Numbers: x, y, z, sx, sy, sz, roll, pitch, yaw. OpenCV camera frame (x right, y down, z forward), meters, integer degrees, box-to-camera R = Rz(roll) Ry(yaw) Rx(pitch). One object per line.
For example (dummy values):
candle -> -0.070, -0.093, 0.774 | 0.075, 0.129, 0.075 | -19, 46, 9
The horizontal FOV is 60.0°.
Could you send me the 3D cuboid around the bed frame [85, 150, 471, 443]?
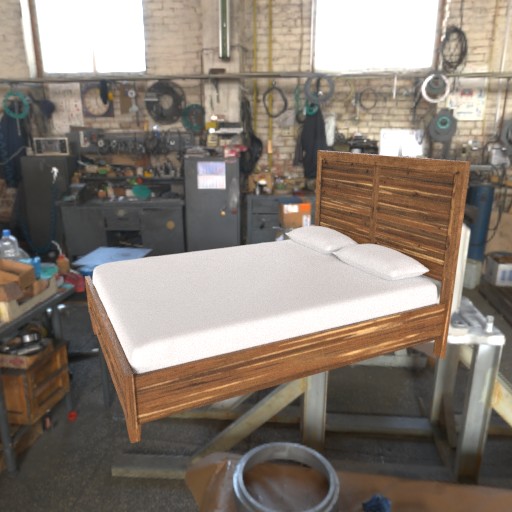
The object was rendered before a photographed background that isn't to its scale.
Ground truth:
bed frame -> 0.000, 0.000, 3.312 | 2.276, 1.417, 1.696 | -8, 18, -25
